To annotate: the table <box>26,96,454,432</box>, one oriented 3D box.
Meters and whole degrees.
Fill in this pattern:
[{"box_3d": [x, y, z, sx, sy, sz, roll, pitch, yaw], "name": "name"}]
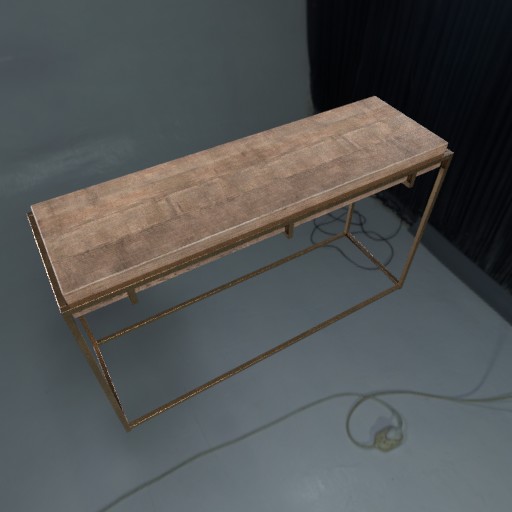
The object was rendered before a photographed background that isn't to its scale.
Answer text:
[{"box_3d": [0.000, 0.000, 1.764, 1.400, 0.820, 0.440, -23, 51, -20], "name": "table"}]
